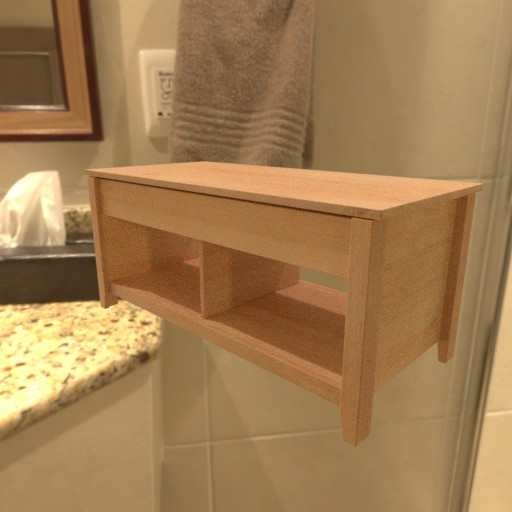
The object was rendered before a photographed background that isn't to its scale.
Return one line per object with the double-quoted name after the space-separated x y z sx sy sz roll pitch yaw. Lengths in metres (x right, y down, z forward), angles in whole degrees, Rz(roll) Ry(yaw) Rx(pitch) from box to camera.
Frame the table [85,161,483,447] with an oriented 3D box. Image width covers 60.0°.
0.000 0.000 1.273 1.016 0.457 0.483 15 22 42 "table"
